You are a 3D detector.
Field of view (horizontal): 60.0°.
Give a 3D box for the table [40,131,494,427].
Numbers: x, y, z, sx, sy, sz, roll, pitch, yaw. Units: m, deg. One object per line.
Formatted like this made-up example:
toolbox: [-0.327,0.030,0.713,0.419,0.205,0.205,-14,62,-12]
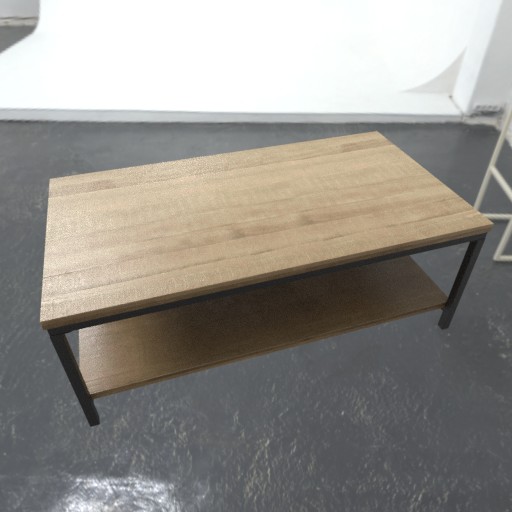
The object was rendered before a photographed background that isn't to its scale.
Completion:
table: [0.000,0.000,1.315,1.062,0.393,0.574,-12,41,-14]
